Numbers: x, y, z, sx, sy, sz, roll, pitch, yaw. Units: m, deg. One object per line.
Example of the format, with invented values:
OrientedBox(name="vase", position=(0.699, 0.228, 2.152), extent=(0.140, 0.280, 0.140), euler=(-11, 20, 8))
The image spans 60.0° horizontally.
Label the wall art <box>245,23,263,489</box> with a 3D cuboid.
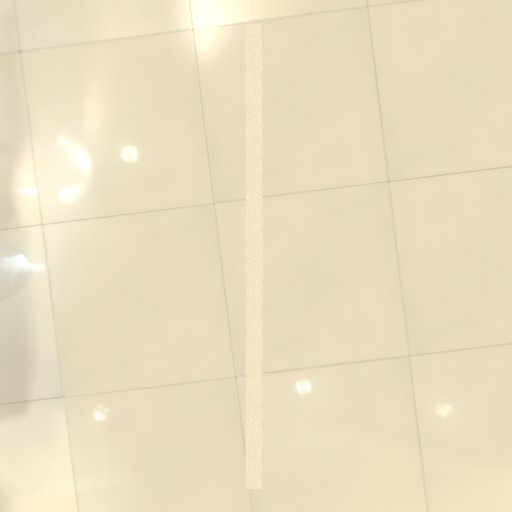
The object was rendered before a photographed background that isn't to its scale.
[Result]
OrientedBox(name="wall art", position=(0.000, 0.000, 1.348), extent=(0.038, 0.762, 1.016), euler=(0, 90, 1))
